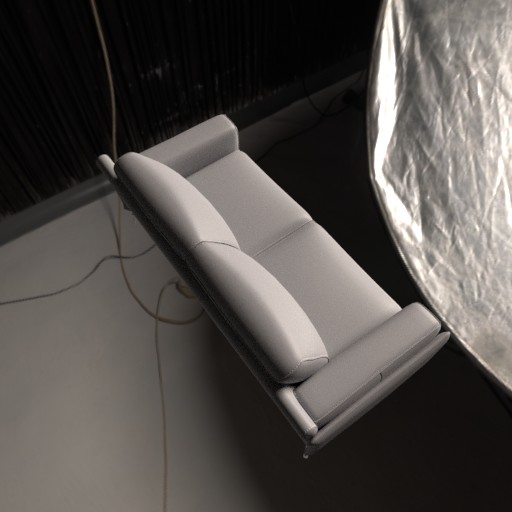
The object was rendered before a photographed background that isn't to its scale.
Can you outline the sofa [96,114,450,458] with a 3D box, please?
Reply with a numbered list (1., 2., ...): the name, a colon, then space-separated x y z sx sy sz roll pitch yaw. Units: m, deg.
1. sofa: 0.000 0.000 2.654 0.969 0.900 2.100 -32 63 -19
